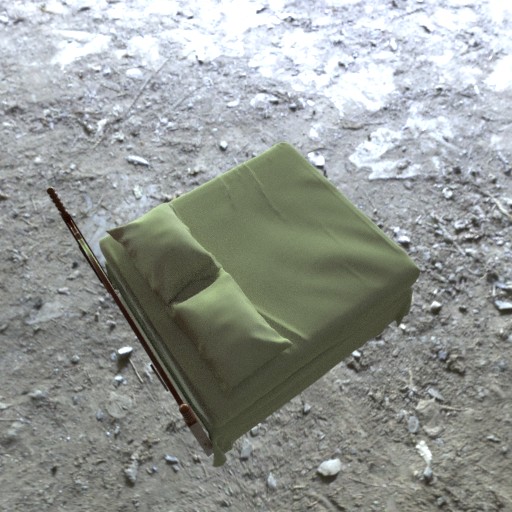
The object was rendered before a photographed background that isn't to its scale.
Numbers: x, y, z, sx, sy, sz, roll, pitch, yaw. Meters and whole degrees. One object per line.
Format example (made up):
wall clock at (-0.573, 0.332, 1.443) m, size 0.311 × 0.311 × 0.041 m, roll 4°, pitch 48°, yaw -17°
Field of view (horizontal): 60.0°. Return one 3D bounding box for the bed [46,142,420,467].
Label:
bed at (0.000, 0.000, 3.244) m, size 2.040 × 1.356 × 1.873 m, roll -31°, pitch 64°, yaw -18°
